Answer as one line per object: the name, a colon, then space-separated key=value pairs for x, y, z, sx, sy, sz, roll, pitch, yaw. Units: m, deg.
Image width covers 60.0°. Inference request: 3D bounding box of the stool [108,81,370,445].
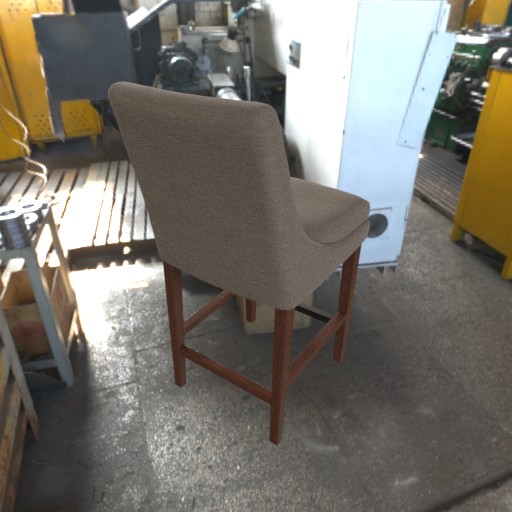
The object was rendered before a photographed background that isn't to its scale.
stool: x=0.000 y=0.000 z=1.282 sx=0.470 sy=0.981 sz=0.577 roll=20 pitch=36 yaw=30
